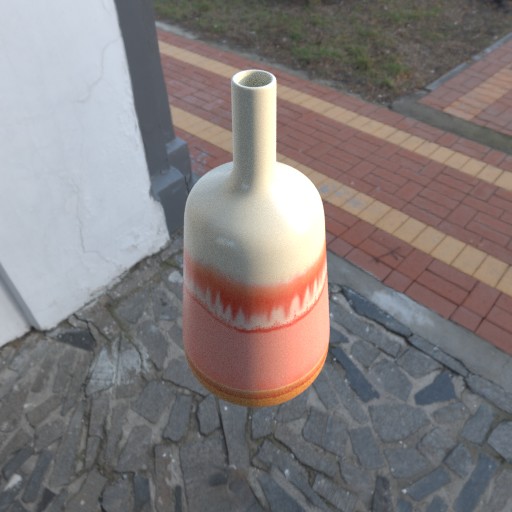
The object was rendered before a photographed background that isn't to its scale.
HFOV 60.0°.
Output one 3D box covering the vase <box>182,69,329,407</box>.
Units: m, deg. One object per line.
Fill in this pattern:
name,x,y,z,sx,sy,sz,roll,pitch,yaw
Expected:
vase,0.000,0.000,0.363,0.144,0.296,0.144,0,46,0
